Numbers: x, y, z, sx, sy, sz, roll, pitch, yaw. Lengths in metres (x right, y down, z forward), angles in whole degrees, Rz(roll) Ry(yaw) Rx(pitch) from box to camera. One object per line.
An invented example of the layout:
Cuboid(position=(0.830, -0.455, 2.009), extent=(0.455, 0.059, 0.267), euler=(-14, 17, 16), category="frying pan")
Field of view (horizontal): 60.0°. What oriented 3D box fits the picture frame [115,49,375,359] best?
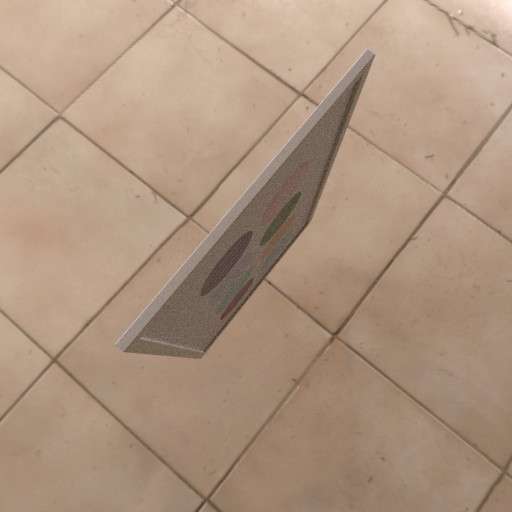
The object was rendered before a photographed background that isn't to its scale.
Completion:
Cuboid(position=(0.000, 0.000, 0.823), extent=(0.013, 0.657, 0.457), euler=(38, 79, 8), category="picture frame")
